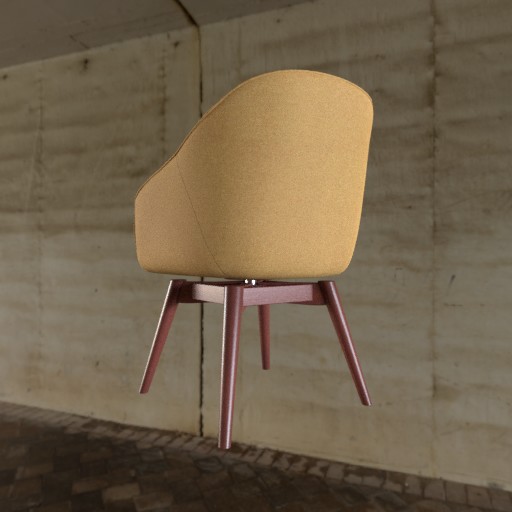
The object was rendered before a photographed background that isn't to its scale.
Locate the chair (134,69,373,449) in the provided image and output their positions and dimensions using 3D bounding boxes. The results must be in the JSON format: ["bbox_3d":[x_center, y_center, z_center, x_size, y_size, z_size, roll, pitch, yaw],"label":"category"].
[{"bbox_3d":[0.000,0.000,1.261,0.596,0.823,0.635,0,0,-36],"label":"chair"}]
